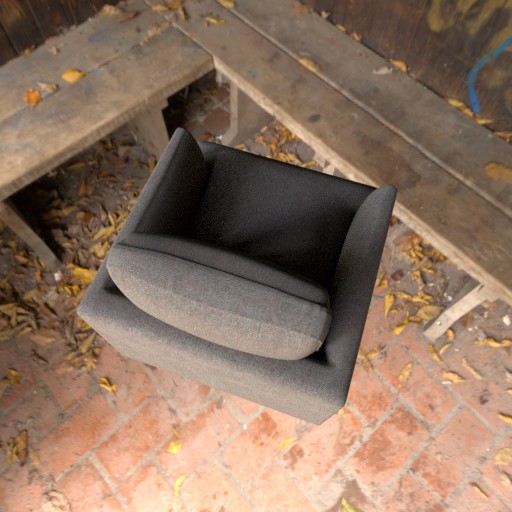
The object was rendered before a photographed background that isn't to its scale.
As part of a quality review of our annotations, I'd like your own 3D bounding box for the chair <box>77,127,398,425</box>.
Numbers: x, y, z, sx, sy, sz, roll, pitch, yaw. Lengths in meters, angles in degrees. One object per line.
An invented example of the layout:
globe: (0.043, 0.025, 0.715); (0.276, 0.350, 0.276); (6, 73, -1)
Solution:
chair: (0.000, 0.000, 1.613); (0.858, 0.957, 0.899); (17, 65, 8)
